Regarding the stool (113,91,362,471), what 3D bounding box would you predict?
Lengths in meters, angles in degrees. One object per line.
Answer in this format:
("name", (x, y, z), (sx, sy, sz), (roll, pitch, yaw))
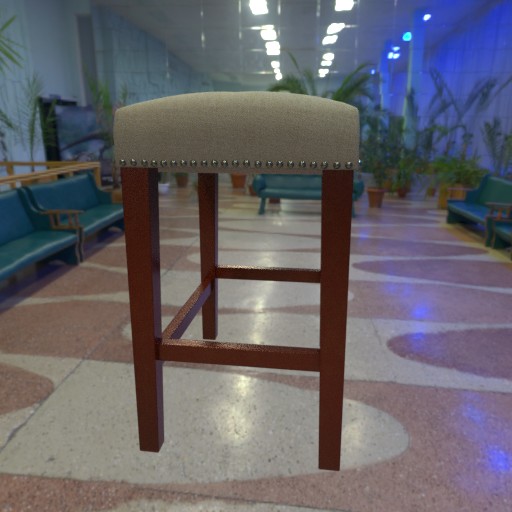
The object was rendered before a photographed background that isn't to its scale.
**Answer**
("stool", (0.000, 0.000, 0.950), (0.375, 0.632, 0.509), (2, 16, 8))
